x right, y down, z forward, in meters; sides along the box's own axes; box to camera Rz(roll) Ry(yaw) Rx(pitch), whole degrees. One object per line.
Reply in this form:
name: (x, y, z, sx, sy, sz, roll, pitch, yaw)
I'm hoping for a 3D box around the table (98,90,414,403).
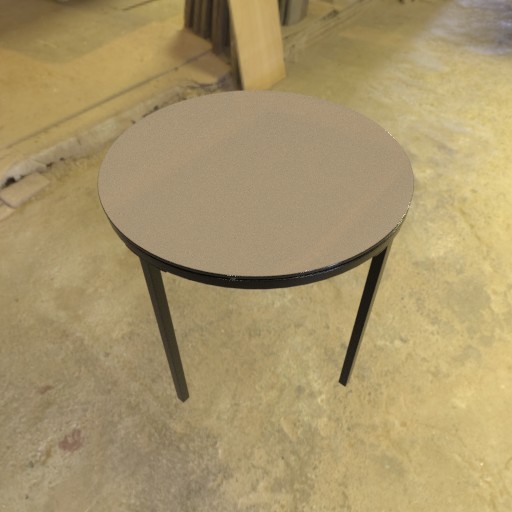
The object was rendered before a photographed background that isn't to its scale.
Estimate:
table: (0.000, 0.000, 0.877, 0.499, 0.443, 0.499, 0, 46, 0)
